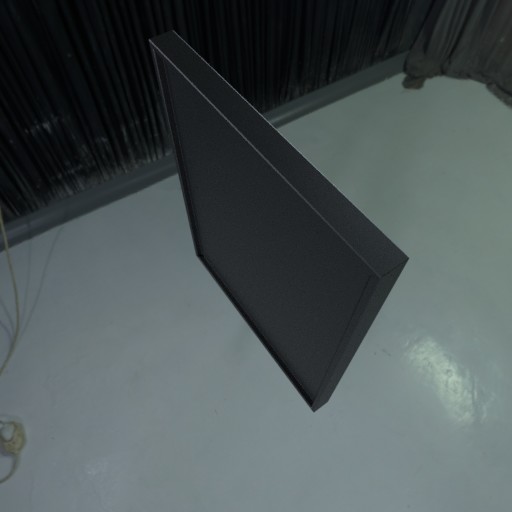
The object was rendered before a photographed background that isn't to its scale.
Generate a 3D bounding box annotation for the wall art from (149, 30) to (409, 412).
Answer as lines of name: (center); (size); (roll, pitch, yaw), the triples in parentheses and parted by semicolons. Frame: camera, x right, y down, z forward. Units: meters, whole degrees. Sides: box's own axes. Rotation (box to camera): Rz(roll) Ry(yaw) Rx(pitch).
wall art: (0.000, 0.000, 0.744); (0.039, 0.555, 0.449); (-31, 63, -18)
